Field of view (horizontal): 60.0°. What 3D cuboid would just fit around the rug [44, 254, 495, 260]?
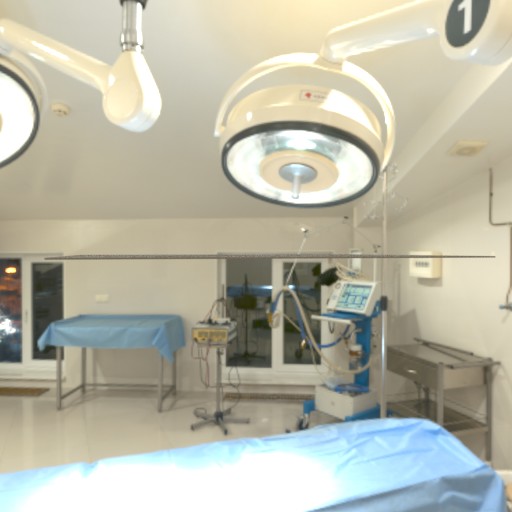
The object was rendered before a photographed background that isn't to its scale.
[{"bbox_3d":[0.000,0.000,2.842,2.235,0.008,1.600,0,1,-17],"label":"rug"}]
